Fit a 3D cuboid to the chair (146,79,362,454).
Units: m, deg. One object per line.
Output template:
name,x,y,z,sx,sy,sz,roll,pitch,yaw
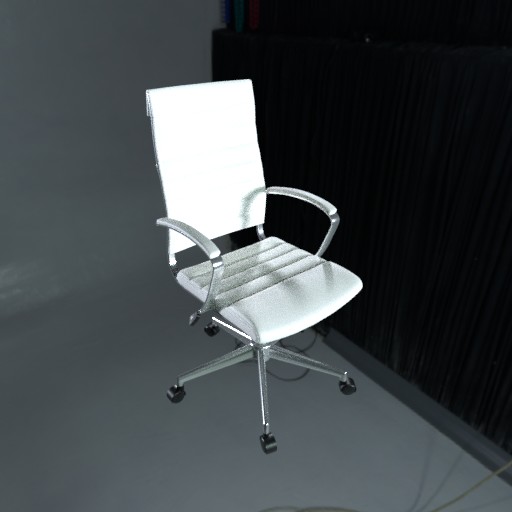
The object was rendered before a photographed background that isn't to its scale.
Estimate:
chair,0.000,0.000,1.660,0.766,1.149,0.739,-21,35,-34
